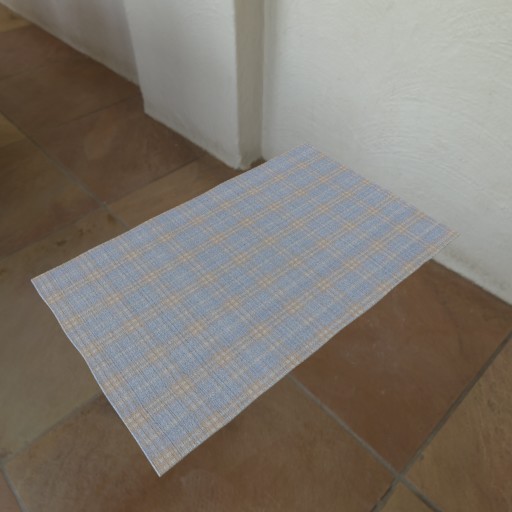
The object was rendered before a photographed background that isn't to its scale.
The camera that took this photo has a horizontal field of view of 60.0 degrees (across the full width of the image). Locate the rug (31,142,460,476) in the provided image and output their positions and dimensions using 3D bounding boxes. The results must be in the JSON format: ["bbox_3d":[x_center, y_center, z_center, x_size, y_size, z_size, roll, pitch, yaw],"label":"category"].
[{"bbox_3d":[0.000,0.000,2.961,2.460,0.016,1.545,-32,54,-26],"label":"rug"}]
